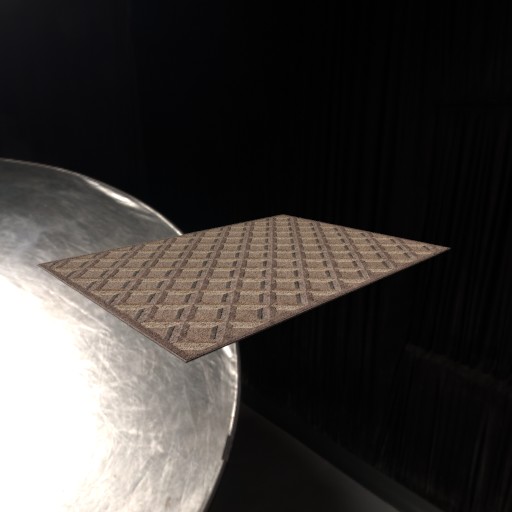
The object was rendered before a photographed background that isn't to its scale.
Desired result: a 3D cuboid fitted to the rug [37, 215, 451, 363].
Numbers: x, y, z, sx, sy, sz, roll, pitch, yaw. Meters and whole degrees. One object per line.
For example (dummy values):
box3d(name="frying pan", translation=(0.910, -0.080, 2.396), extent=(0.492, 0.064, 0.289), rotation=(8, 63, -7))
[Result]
box3d(name="rug", translation=(0.000, 0.000, 4.322), extent=(3.294, 0.018, 2.382), rotation=(-15, 23, -41))
